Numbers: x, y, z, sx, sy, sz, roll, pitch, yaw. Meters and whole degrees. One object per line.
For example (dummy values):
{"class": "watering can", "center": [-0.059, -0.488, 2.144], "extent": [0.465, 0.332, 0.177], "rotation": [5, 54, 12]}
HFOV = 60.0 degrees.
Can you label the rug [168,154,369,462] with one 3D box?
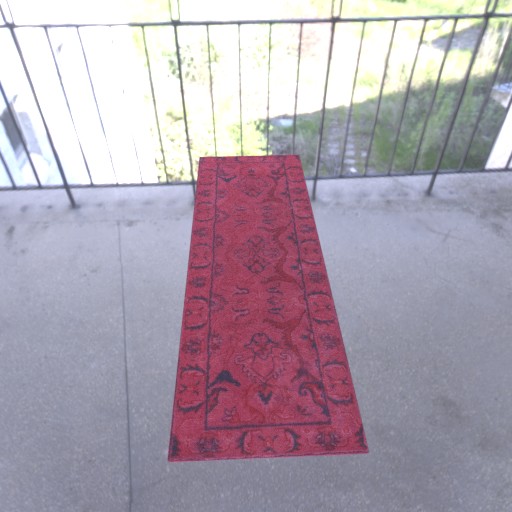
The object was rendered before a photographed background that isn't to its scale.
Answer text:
{"class": "rug", "center": [0.000, 0.000, 2.688], "extent": [0.813, 0.018, 2.439], "rotation": [-2, 42, -2]}
